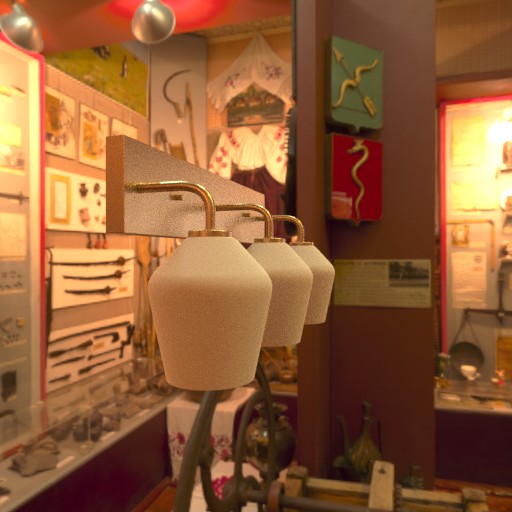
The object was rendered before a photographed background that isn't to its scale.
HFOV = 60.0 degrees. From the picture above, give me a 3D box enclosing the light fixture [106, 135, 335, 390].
[{"bbox_3d":[0.000,0.000,0.740,0.190,0.280,0.609,0,0,19],"label":"light fixture"}]
